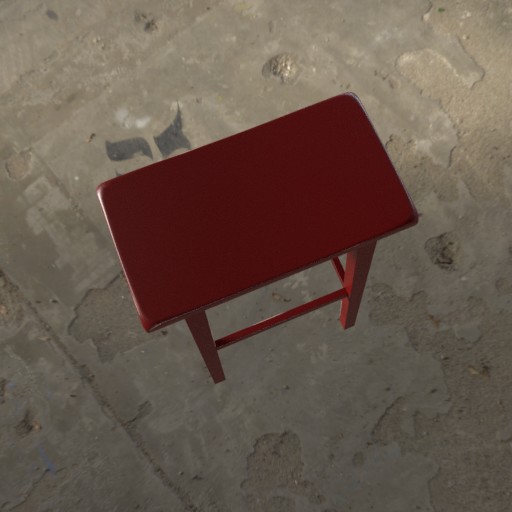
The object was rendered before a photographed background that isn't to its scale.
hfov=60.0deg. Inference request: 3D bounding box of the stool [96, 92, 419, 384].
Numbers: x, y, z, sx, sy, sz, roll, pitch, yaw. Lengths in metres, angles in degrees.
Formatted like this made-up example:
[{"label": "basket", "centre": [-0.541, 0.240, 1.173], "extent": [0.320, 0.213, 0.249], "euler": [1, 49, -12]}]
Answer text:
[{"label": "stool", "centre": [0.000, 0.000, 1.032], "extent": [0.457, 0.737, 0.476], "euler": [-22, 78, -5]}]
